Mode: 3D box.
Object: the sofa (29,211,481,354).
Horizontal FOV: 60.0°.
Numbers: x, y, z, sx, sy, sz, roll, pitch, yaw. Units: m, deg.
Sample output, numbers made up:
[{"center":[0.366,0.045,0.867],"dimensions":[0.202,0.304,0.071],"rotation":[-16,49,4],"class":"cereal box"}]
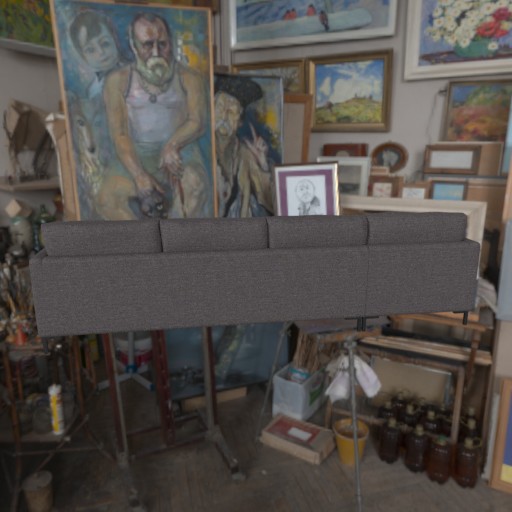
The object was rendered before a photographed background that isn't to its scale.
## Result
[{"center":[0.000,0.000,3.219],"dimensions":[2.731,0.754,1.258],"rotation":[-2,15,-9],"class":"sofa"}]
